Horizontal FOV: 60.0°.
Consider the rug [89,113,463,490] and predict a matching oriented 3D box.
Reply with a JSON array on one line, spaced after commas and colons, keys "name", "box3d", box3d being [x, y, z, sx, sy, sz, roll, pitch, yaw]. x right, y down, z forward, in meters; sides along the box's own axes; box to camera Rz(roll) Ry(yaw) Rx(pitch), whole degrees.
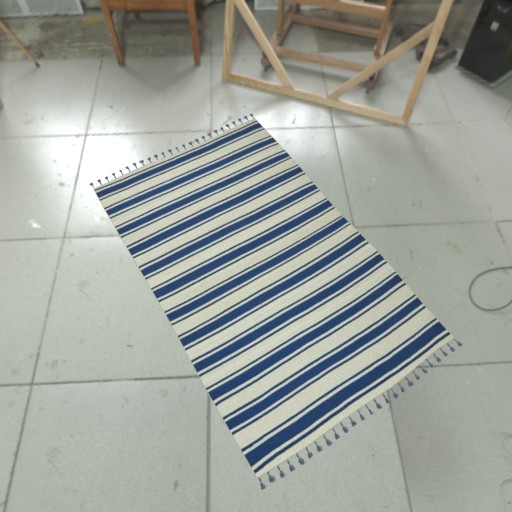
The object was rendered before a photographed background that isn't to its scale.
[{"name": "rug", "box3d": [0.000, 0.000, 2.585, 1.248, 0.009, 2.108, -28, 63, -16]}]
